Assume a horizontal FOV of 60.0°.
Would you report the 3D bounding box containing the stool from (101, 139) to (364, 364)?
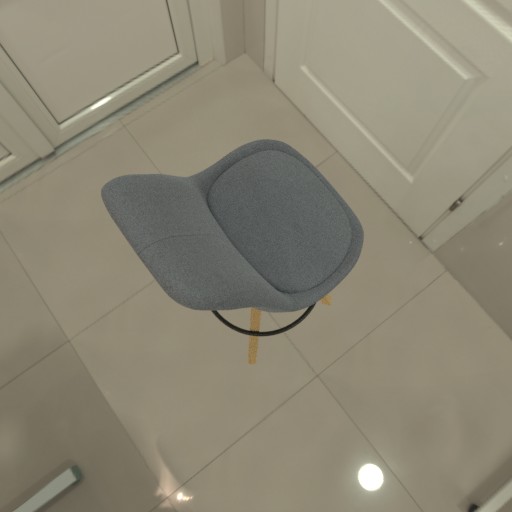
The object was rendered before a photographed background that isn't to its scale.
[{"bbox_3d":[0.000,0.000,1.380,0.550,1.115,0.485,-36,76,-10],"label":"stool"}]
